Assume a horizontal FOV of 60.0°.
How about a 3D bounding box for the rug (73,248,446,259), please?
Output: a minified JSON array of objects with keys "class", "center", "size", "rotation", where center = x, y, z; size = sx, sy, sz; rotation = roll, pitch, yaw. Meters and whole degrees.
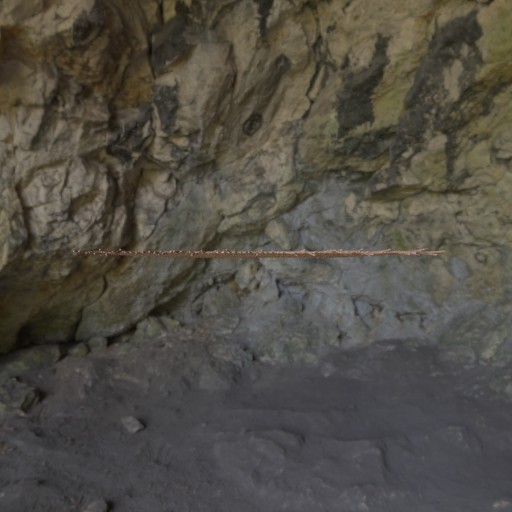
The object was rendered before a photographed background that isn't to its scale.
[{"class":"rug","center":[0.000,0.000,2.476],"size":[1.224,0.027,2.085],"rotation":[0,-1,-1]}]
